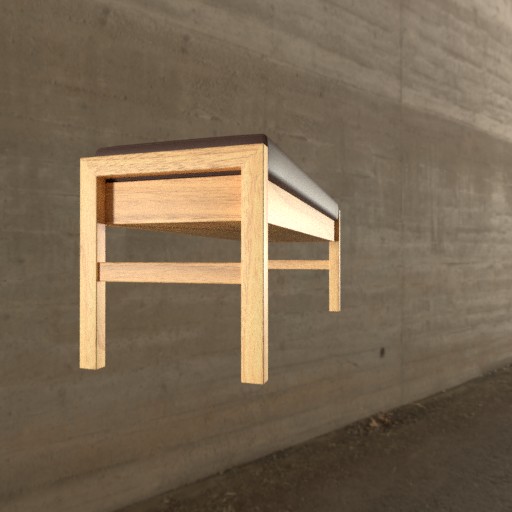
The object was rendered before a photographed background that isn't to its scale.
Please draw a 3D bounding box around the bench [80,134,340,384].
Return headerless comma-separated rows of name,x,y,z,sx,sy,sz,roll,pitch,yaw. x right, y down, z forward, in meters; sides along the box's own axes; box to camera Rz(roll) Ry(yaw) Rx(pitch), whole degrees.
bench,0.000,0.000,1.448,0.405,0.480,1.200,0,0,17
